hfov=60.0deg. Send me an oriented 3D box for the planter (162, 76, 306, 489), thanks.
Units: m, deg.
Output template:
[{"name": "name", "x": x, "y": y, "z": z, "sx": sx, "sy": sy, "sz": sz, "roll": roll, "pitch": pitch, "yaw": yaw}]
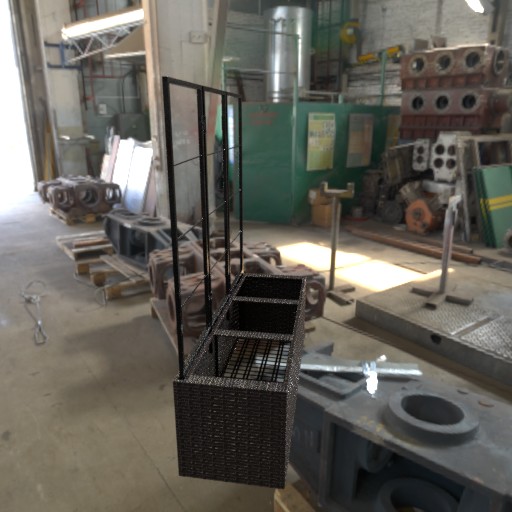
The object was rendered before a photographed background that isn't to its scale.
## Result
[{"name": "planter", "x": 0.000, "y": 0.000, "z": 1.185, "sx": 0.244, "sy": 0.841, "sz": 0.699, "roll": 3, "pitch": 17, "yaw": 9}]
